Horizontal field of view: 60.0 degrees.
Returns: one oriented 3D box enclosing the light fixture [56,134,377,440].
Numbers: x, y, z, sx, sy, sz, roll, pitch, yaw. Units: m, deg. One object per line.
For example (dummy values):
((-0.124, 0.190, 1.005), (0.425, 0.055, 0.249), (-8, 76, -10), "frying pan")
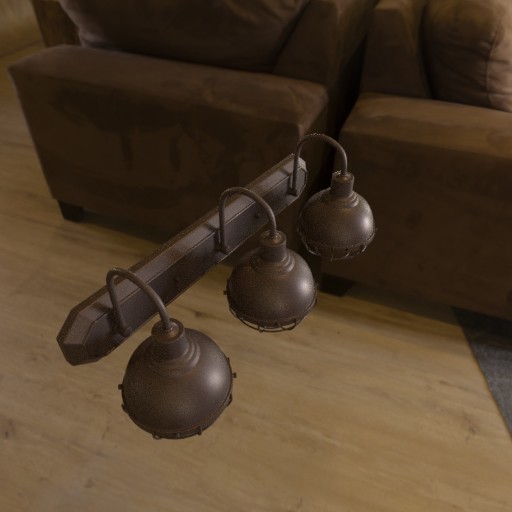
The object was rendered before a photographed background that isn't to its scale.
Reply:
((0.000, 0.000, 0.766), (0.229, 0.254, 0.634), (26, 47, 27), "light fixture")
